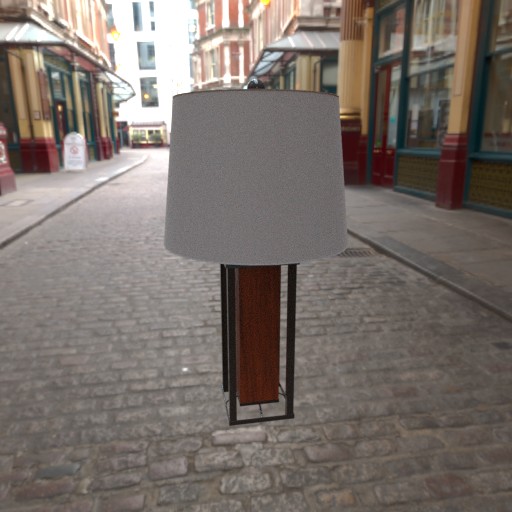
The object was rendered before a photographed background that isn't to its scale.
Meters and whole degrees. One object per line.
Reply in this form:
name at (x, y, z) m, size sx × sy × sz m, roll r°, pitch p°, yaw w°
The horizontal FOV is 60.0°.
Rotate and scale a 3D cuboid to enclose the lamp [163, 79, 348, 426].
lamp at (0.000, 0.000, 0.790) m, size 0.320 × 0.591 × 0.320 m, roll 0°, pitch 14°, yaw 0°
